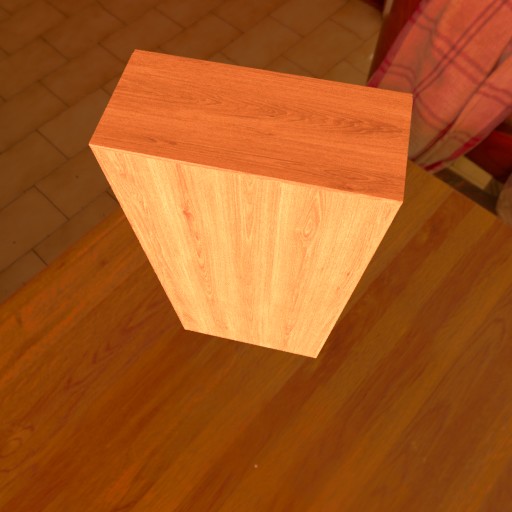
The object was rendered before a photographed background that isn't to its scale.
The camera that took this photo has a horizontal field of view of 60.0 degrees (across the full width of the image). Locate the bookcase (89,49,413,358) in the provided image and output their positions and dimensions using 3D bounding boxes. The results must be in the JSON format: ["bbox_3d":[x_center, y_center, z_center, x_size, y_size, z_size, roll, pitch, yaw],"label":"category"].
[{"bbox_3d":[0.000,0.000,2.304,0.950,2.020,0.420,11,65,5],"label":"bookcase"}]
